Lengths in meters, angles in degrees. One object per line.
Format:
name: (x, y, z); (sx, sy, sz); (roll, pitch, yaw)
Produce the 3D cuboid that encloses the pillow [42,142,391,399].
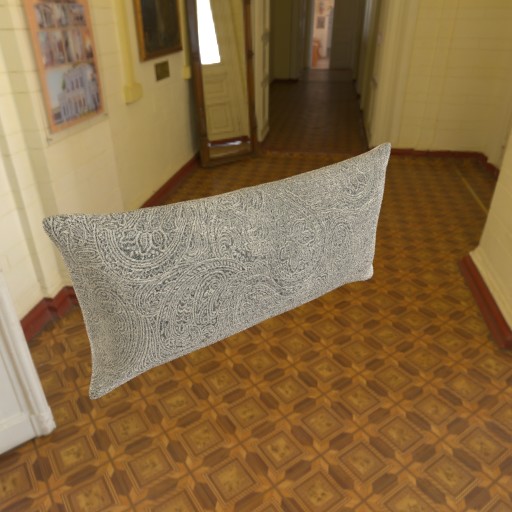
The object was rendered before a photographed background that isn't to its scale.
pillow: (0.000, 0.000, 0.744); (0.615, 0.295, 0.151); (-19, 34, -31)
